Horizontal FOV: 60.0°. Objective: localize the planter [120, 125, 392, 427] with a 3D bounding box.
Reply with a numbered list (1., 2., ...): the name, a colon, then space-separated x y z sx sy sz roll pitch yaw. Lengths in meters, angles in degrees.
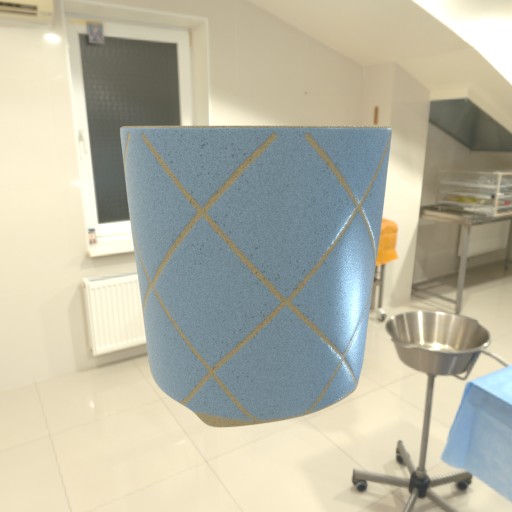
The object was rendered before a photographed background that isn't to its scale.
1. planter: 0.000 0.000 0.418 0.227 0.235 0.227 0 16 0
